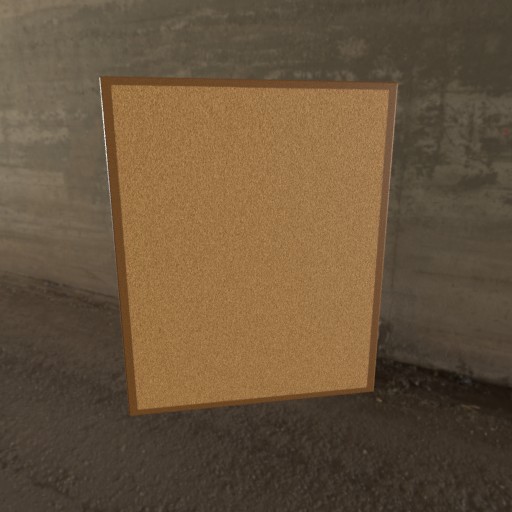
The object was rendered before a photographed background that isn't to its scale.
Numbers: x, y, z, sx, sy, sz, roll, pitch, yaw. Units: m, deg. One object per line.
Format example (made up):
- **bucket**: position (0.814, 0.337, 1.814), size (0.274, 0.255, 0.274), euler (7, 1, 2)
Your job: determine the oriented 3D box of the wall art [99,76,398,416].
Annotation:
- **wall art**: position (0.000, 0.000, 0.740), size (0.449, 0.550, 0.021), euler (-3, 16, -9)
